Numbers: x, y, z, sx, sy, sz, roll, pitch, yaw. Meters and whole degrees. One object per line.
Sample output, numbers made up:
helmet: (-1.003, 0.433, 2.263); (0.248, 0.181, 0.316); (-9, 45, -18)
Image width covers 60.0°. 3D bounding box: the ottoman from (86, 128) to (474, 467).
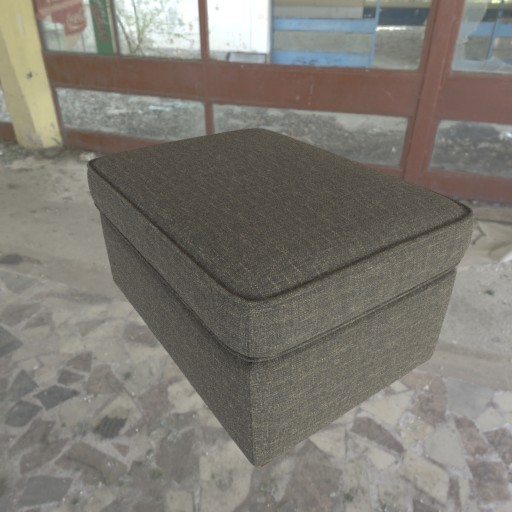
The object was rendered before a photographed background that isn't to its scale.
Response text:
ottoman: (0.000, 0.000, 1.047); (0.549, 0.450, 0.749); (-20, 36, -29)
